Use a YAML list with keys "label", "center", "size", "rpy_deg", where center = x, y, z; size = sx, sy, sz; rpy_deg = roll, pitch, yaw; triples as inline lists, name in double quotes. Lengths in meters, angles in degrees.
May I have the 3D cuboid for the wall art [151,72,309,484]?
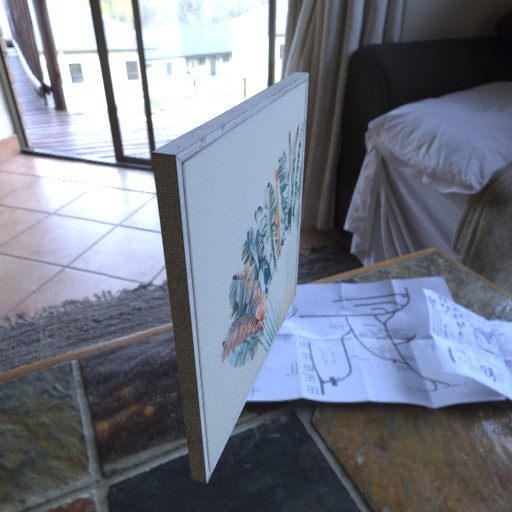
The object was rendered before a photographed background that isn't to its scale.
- label: "wall art"
  center: [0.000, 0.000, 1.114]
  size: [0.038, 0.757, 0.760]
  rpy_deg: [10, 32, 17]
